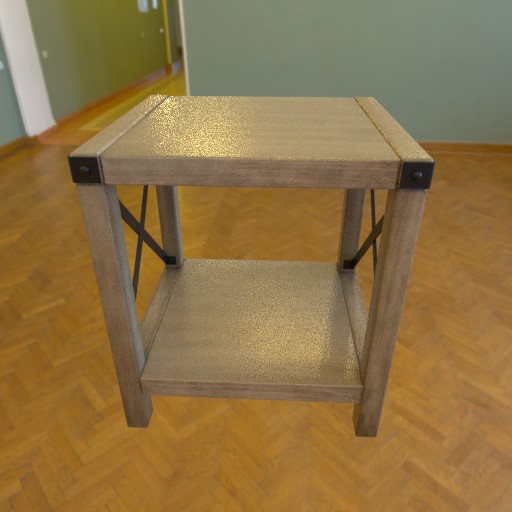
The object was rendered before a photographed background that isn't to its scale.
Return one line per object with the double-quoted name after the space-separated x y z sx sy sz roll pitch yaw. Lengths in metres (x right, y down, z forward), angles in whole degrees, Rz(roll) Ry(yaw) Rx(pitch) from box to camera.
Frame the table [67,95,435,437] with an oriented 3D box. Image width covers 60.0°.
0.000 0.000 0.924 0.510 0.561 0.459 1 30 2 "table"
